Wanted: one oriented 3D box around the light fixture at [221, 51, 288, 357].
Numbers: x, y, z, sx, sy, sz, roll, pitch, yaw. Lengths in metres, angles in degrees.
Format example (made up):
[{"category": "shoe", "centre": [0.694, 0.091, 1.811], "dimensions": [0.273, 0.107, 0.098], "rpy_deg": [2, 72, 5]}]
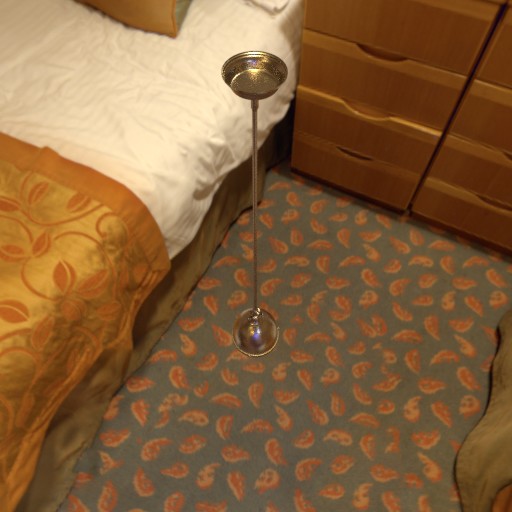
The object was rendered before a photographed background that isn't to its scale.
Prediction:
[{"category": "light fixture", "centre": [0.000, 0.000, 1.444], "dimensions": [0.217, 1.367, 0.211], "rpy_deg": [-16, 59, -10]}]
